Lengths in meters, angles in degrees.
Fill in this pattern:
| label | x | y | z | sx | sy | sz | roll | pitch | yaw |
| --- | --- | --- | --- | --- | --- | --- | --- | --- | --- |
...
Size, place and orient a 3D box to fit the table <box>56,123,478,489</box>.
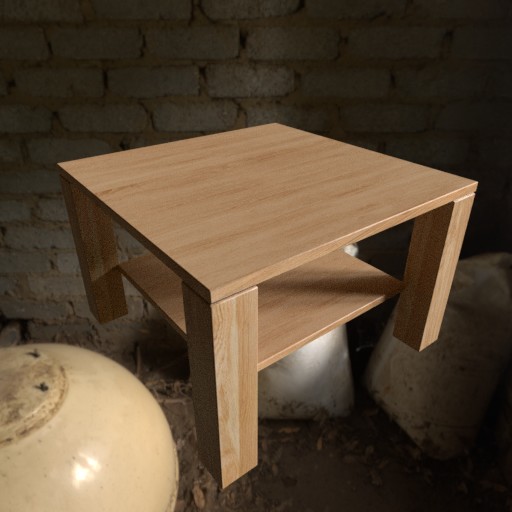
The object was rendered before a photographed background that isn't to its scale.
| label | x | y | z | sx | sy | sz | roll | pitch | yaw |
| --- | --- | --- | --- | --- | --- | --- | --- | --- | --- |
| table | 0.000 | 0.000 | 1.144 | 0.700 | 0.450 | 0.700 | -21 | 36 | -32 |
